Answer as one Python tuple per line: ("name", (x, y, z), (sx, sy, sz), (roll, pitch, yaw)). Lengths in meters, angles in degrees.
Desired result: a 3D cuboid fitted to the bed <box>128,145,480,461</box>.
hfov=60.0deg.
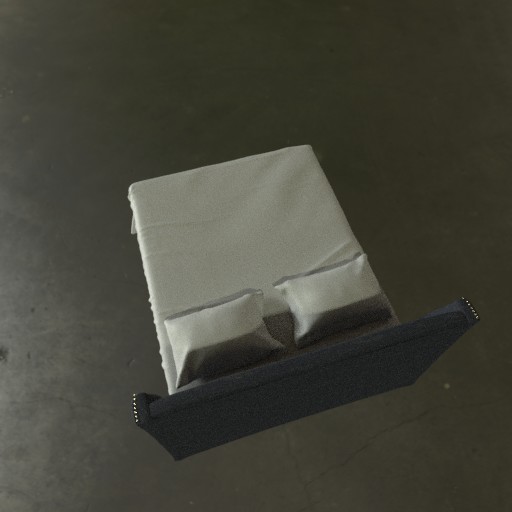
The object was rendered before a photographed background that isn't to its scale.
("bed", (0.000, 0.000, 3.384), (1.925, 1.332, 2.276), (-14, 60, -9))
